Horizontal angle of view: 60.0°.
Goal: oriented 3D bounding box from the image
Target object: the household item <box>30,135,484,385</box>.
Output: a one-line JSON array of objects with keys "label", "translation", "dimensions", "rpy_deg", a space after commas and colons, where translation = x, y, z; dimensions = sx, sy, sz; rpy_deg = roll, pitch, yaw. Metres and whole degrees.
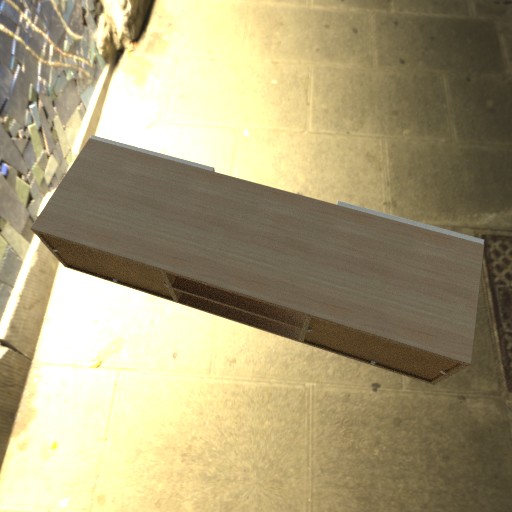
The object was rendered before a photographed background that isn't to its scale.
[{"label": "household item", "translation": [0.000, 0.000, 1.561], "dimensions": [1.400, 0.310, 0.420], "rpy_deg": [16, 64, 8]}]
